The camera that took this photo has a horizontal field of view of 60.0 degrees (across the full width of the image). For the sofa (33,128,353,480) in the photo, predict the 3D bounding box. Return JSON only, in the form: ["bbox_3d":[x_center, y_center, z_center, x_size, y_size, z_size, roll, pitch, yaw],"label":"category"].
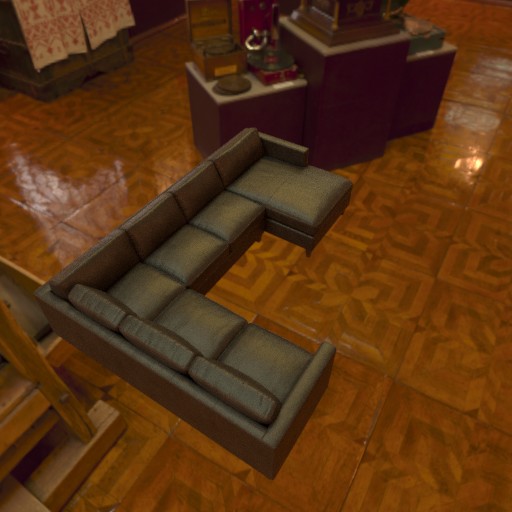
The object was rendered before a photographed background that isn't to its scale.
[{"bbox_3d":[0.000,0.000,4.526,2.452,0.891,3.324,25,50,22],"label":"sofa"}]
